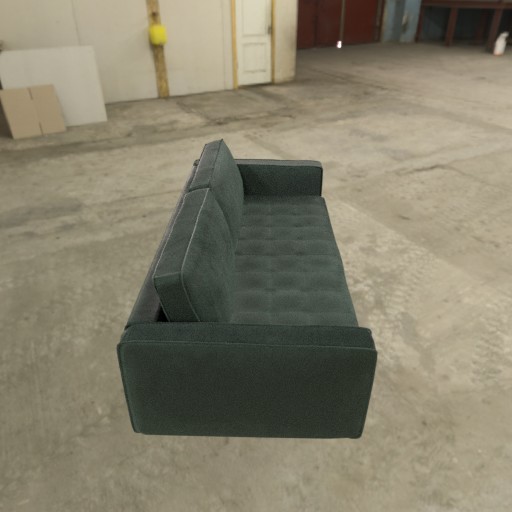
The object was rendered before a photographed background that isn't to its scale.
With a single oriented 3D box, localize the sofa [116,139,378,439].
[{"bbox_3d":[0.000,0.000,2.285,0.886,0.781,1.816,1,31,1],"label":"sofa"}]
